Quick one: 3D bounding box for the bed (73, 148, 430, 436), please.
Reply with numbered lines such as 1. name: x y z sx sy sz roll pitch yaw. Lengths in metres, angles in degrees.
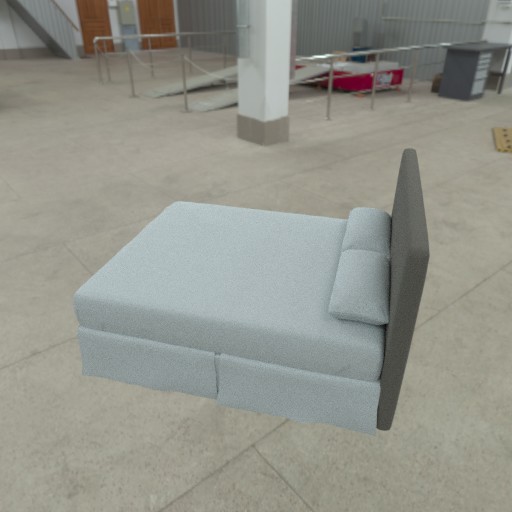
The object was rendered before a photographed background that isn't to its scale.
1. bed: 0.000 0.000 3.282 2.142 1.330 1.748 8 31 13
